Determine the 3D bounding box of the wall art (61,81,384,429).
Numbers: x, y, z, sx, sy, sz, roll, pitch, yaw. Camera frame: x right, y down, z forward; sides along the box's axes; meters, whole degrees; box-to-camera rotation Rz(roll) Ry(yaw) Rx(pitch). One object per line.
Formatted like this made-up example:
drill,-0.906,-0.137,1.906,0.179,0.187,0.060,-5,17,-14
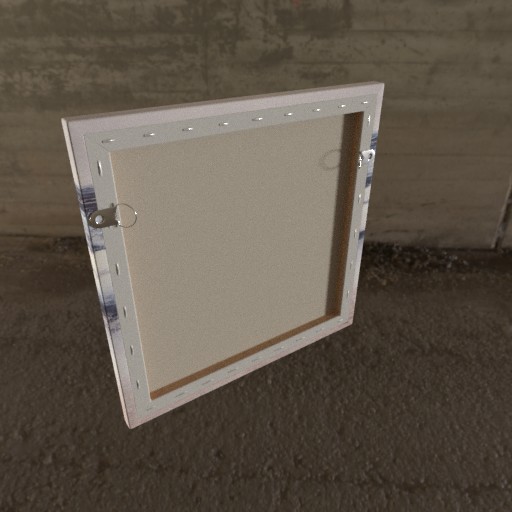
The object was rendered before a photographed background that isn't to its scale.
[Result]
wall art,0.000,0.000,1.095,0.755,0.747,0.065,-18,34,-29
